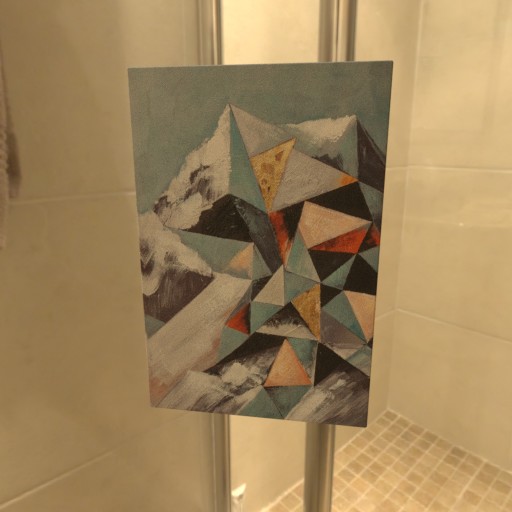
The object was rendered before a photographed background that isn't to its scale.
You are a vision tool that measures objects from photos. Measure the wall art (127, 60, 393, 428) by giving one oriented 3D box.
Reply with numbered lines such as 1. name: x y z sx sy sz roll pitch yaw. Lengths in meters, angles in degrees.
1. wall art: 0.000 0.000 1.142 0.609 0.911 0.061 2 15 9
